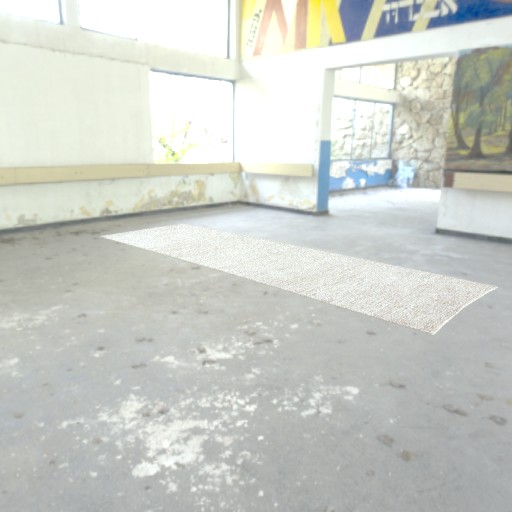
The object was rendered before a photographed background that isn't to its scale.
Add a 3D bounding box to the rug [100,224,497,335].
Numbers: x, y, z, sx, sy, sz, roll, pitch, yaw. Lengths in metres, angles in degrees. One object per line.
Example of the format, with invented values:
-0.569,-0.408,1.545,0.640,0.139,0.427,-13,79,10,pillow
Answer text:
0.000,0.000,2.513,2.346,0.013,0.712,13,19,43,rug
